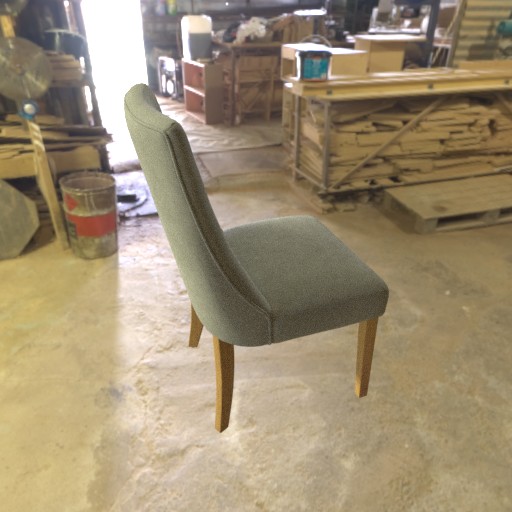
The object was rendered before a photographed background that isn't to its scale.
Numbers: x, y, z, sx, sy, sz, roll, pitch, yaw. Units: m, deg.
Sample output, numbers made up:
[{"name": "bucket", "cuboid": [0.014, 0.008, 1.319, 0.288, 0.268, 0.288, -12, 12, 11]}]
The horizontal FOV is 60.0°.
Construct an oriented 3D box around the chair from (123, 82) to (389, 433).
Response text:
[{"name": "chair", "cuboid": [0.000, 0.000, 1.272, 0.610, 0.902, 0.495, -10, 32, -17]}]
